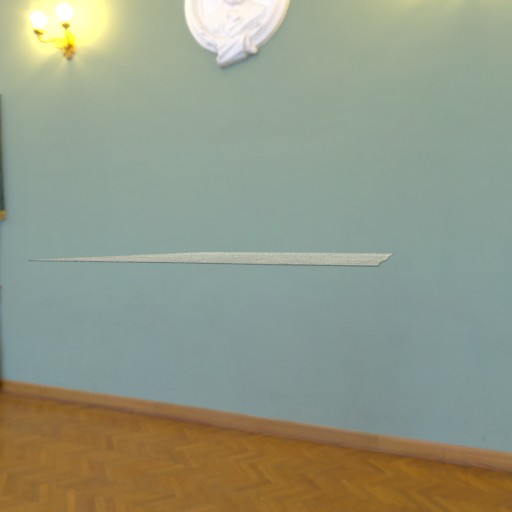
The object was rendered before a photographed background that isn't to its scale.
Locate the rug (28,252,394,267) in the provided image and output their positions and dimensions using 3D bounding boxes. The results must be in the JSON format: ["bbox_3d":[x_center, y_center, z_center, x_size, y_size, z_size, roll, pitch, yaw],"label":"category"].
[{"bbox_3d":[0.000,0.000,4.204,2.438,0.013,3.048,1,2,19],"label":"rug"}]
